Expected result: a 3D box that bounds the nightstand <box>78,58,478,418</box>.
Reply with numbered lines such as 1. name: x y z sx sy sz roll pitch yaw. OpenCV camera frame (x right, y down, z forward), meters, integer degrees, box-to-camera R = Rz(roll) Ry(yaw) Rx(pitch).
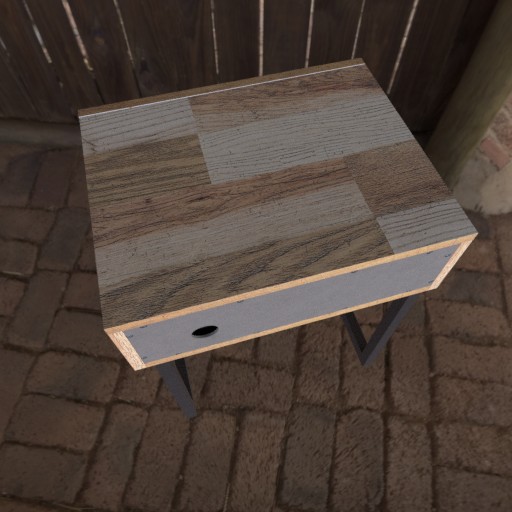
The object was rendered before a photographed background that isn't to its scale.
1. nightstand: 0.000 0.000 1.013 0.558 0.632 0.481 -14 59 -8
